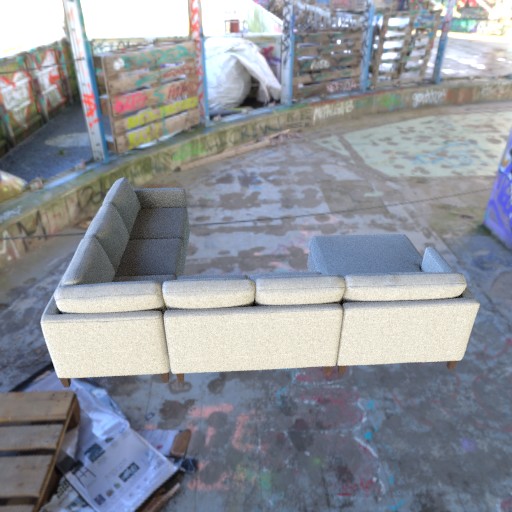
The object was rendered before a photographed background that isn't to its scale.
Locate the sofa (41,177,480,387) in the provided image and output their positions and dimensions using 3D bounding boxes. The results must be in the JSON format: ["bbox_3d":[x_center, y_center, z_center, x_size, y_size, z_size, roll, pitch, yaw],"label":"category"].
[{"bbox_3d":[0.000,0.000,4.626,3.460,0.959,2.593,-2,31,-3],"label":"sofa"}]
